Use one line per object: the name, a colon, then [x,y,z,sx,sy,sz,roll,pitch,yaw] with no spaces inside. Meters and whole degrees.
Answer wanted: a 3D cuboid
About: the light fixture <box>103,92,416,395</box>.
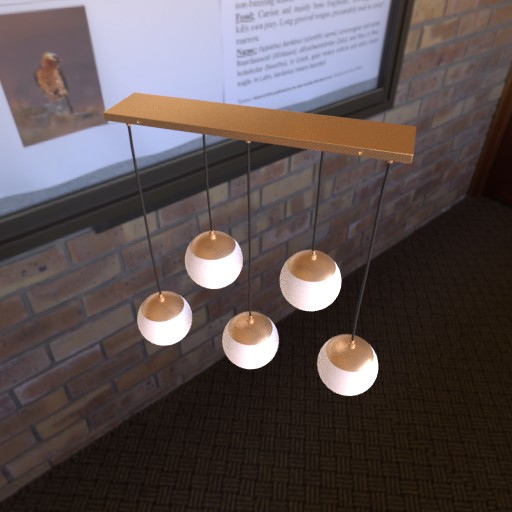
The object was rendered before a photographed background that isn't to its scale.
light fixture: [0.000,0.000,1.368,0.863,0.869,0.299,12,41,14]
